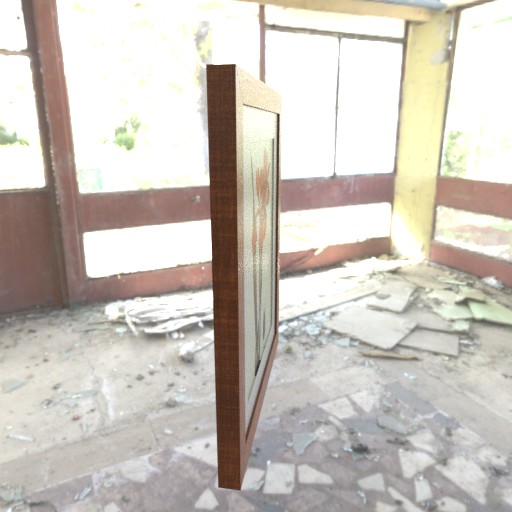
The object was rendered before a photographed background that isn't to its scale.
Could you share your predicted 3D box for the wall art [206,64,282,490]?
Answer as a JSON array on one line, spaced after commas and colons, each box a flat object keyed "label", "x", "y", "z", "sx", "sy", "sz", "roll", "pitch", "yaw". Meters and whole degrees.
[{"label": "wall art", "x": 0.000, "y": 0.000, "z": 0.782, "sx": 0.033, "sy": 0.567, "sz": 0.467, "roll": 3, "pitch": 16, "yaw": 9}]
